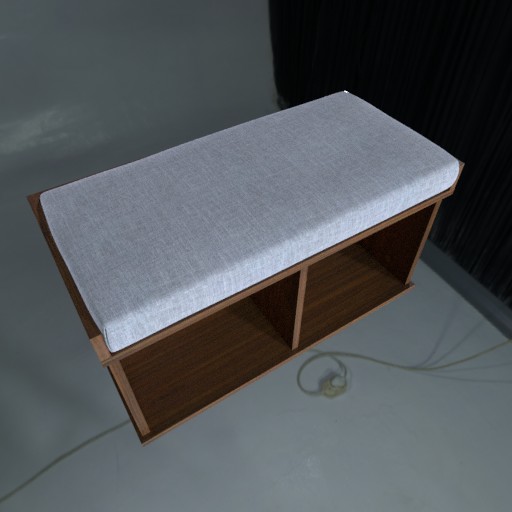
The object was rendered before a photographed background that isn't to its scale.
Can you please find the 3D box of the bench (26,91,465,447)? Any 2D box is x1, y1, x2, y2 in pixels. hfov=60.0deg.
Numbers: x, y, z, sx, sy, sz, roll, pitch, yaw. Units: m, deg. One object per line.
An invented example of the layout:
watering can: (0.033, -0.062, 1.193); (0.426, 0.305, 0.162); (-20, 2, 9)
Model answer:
bench: (0.000, 0.000, 0.961); (0.734, 0.461, 0.362); (-25, 52, -22)
